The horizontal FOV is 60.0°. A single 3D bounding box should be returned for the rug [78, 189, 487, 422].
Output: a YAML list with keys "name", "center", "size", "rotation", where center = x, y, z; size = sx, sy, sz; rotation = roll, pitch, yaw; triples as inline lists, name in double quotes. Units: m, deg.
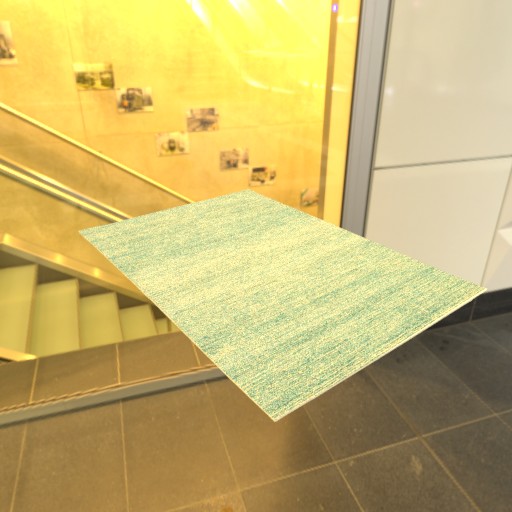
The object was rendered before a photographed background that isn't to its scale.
- name: "rug"
  center: [0.000, 0.000, 2.925]
  size: [1.593, 0.029, 2.305]
  rotation: [-19, 32, -33]
